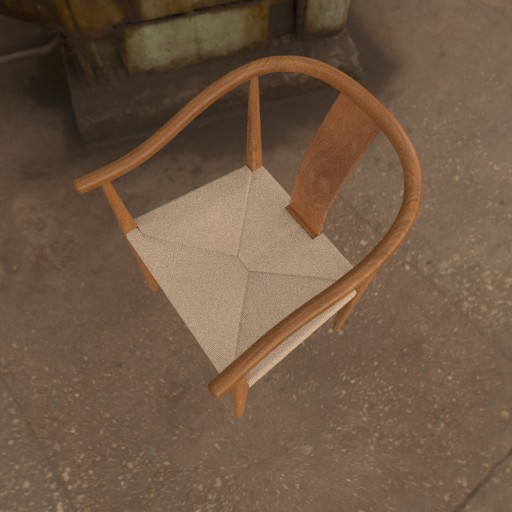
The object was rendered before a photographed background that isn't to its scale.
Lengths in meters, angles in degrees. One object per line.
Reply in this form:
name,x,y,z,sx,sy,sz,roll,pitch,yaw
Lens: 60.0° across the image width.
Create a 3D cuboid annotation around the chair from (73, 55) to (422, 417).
chair,0.000,0.000,1.165,0.579,0.800,0.556,-34,70,-14
